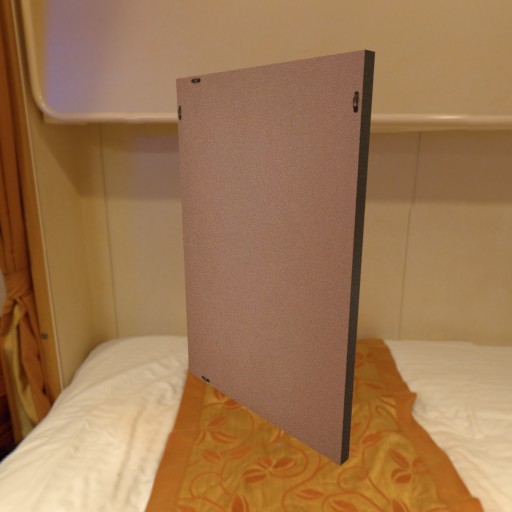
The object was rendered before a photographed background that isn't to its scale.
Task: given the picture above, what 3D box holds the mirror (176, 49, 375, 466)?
[{"bbox_3d":[0.000,0.000,1.159,0.040,0.915,0.609,-14,21,-42],"label":"mirror"}]
